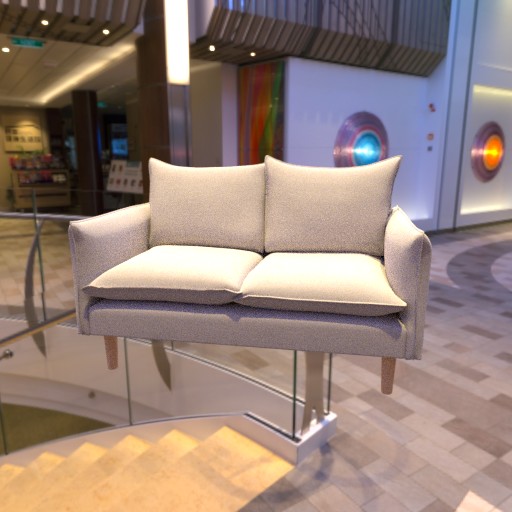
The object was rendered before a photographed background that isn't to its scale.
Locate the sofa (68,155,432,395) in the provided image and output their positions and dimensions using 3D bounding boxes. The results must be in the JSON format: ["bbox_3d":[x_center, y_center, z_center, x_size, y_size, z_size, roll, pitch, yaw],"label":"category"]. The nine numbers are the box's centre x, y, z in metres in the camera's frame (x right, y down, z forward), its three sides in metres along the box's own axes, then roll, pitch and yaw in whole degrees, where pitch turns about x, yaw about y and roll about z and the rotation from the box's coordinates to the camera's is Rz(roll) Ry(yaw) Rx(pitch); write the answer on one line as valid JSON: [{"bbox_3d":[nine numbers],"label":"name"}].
[{"bbox_3d":[0.000,0.000,1.897,1.300,0.840,0.820,2,13,10],"label":"sofa"}]
